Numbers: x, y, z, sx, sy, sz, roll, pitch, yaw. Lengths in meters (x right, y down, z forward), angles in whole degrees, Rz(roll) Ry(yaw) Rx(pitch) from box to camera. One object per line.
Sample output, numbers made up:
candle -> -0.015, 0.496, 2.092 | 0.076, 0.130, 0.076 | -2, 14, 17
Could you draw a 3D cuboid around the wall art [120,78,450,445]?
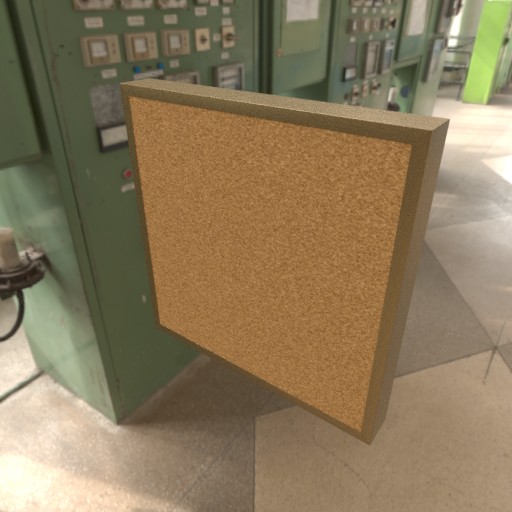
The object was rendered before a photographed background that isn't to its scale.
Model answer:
wall art -> 0.000, 0.000, 0.446 | 0.304, 0.305, 0.038 | 20, 36, 31
